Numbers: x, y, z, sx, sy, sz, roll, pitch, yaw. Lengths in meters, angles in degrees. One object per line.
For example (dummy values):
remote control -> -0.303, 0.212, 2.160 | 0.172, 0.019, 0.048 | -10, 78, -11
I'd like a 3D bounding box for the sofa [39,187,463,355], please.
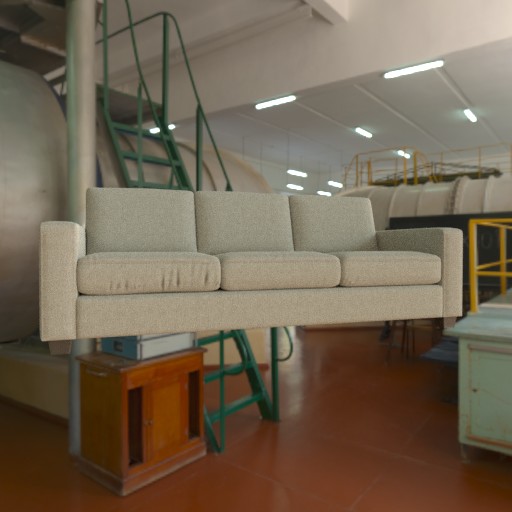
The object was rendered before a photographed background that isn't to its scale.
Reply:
sofa -> 0.000, 0.000, 2.558 | 2.160, 0.800, 0.900 | 0, 1, -18
